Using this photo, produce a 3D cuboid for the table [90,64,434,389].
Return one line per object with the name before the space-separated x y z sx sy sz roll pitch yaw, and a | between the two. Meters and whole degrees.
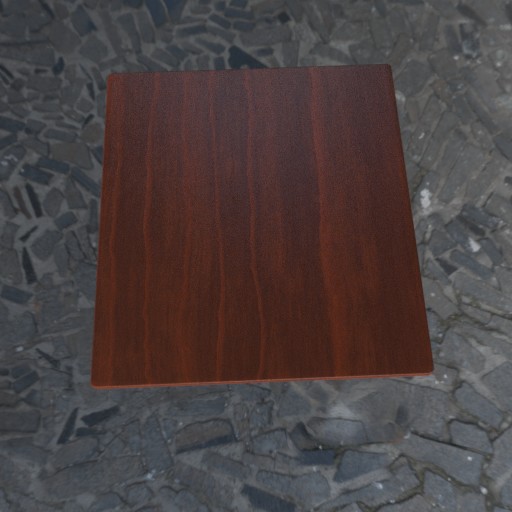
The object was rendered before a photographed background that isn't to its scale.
table | 0.000 0.000 0.981 0.500 0.567 0.533 -2 75 -1
